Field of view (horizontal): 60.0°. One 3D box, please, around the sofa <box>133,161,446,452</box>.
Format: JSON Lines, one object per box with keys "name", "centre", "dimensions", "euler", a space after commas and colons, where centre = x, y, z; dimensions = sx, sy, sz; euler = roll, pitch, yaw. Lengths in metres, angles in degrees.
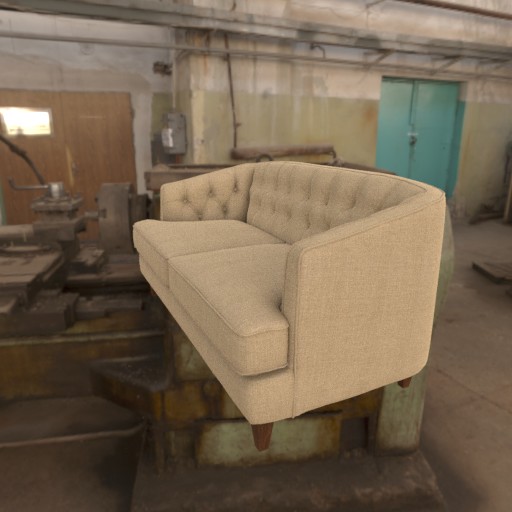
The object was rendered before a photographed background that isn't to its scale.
{"name": "sofa", "centre": [0.000, 0.000, 2.221], "dimensions": [0.941, 0.855, 1.733], "euler": [-8, 18, -24]}
